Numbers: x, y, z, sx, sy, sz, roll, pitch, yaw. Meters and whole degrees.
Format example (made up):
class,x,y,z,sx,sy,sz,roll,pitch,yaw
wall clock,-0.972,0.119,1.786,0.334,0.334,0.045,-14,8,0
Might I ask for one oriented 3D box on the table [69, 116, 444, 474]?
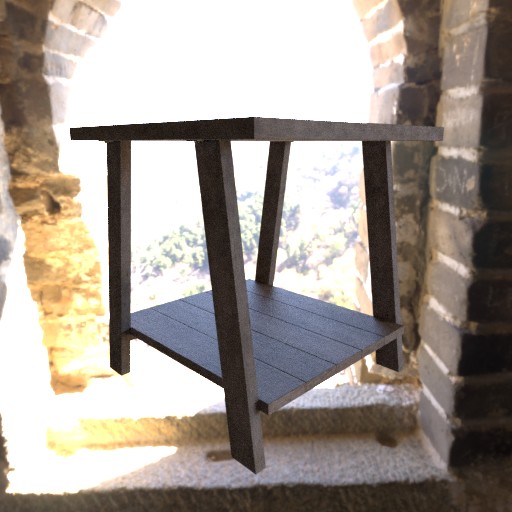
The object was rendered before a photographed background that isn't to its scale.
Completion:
class,x,y,z,sx,sy,sz,roll,pitch,yaw
table,0.000,0.000,1.092,0.610,0.610,0.610,-14,20,-43
